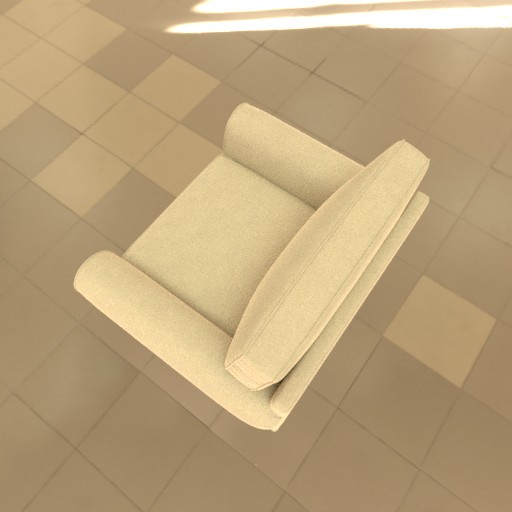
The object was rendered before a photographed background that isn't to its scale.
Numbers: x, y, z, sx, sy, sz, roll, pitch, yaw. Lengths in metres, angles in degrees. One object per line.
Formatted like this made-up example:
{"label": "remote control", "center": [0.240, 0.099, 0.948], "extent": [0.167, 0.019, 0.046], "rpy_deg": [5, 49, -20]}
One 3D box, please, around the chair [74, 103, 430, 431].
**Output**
{"label": "chair", "center": [0.000, 0.000, 1.717], "extent": [0.863, 0.955, 1.040], "rpy_deg": [34, 69, 15]}
